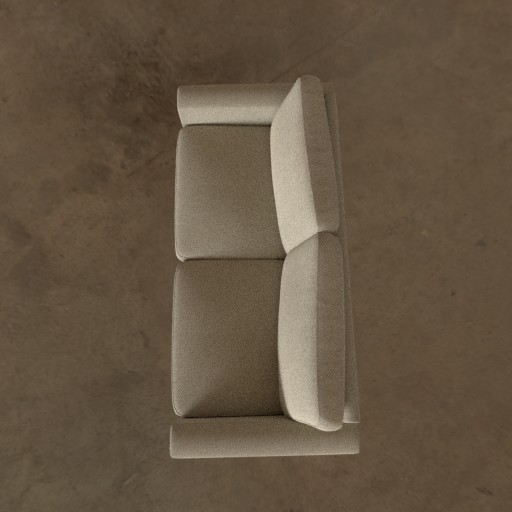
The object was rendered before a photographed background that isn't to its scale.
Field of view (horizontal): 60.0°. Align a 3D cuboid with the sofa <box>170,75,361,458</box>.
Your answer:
[{"bbox_3d":[0.000,0.000,2.645,1.016,0.873,2.179,-1,76,0],"label":"sofa"}]
